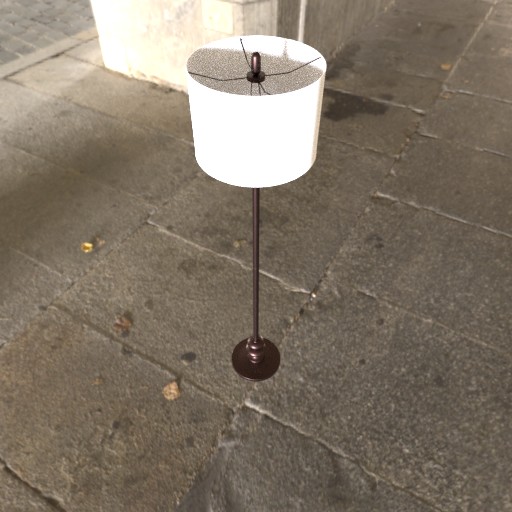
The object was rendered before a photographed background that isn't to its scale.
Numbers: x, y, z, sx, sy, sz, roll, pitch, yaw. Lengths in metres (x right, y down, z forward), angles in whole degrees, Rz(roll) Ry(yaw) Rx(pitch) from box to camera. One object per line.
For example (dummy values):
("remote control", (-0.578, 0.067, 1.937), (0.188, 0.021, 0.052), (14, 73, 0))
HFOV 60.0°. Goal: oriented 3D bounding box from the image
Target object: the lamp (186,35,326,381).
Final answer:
("lamp", (0.000, 0.000, 1.649), (0.356, 1.487, 0.356), (-11, 48, -10))
